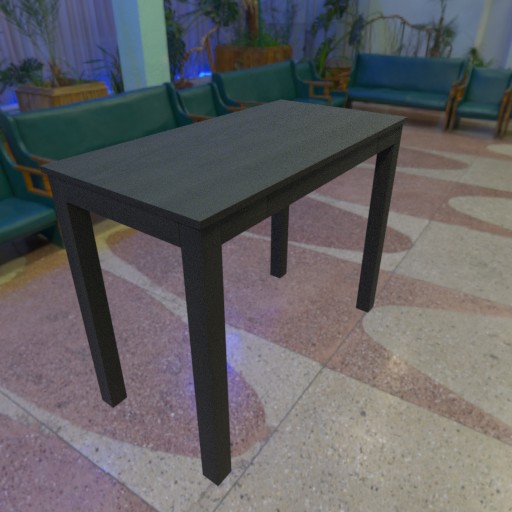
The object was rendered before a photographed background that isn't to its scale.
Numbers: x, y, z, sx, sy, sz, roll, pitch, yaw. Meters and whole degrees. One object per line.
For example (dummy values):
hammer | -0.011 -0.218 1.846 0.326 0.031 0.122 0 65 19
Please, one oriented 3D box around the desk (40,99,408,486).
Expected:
desk | 0.000 0.000 1.421 0.499 0.762 0.991 20 36 31
